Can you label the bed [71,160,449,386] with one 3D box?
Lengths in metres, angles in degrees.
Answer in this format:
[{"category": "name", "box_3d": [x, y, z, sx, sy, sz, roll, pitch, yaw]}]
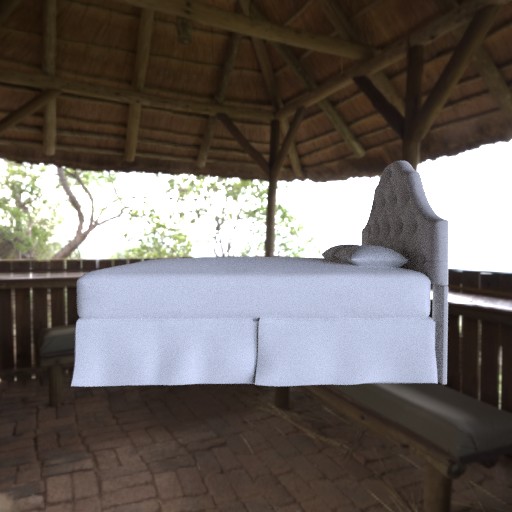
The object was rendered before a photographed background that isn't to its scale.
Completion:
[{"category": "bed", "box_3d": [0.000, 0.000, 3.828, 2.477, 1.617, 2.039, 0, 2, -1]}]
